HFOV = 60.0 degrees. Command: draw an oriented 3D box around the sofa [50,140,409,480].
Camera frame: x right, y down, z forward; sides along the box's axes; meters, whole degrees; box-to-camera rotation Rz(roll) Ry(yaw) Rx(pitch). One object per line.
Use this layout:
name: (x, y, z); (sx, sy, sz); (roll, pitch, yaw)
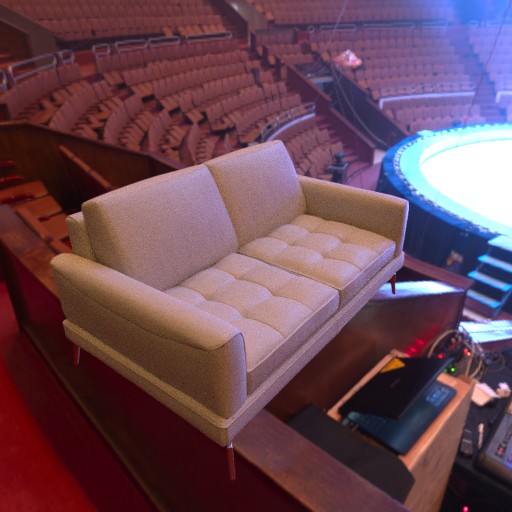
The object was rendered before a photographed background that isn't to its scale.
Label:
sofa: (0.000, 0.000, 2.455); (1.121, 0.930, 1.819); (20, 34, 33)
